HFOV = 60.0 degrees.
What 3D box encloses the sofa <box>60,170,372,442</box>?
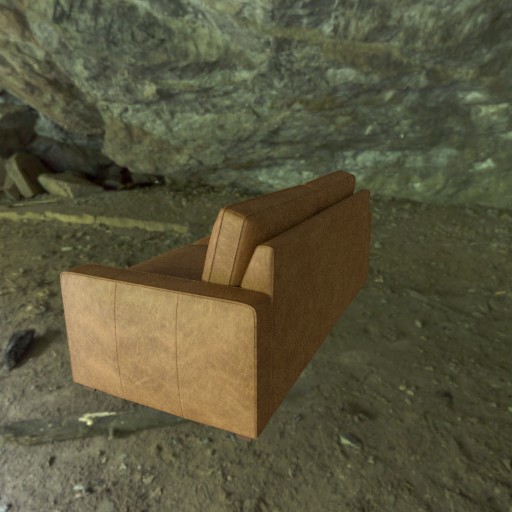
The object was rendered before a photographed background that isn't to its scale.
[{"bbox_3d":[0.000,0.000,2.718,0.991,0.928,2.156,7,18,24],"label":"sofa"}]
